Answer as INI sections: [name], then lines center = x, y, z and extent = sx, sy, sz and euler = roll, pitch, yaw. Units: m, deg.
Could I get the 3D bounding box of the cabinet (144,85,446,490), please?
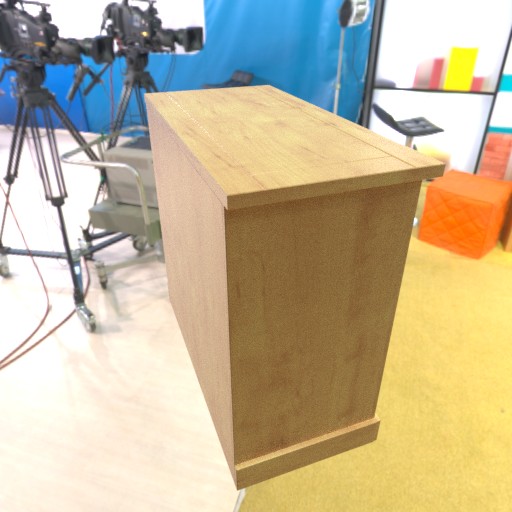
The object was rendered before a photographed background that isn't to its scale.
[cabinet]
center = 0.000, 0.000, 1.387
extent = 0.450, 0.840, 0.920
euler = -11, 32, -18
